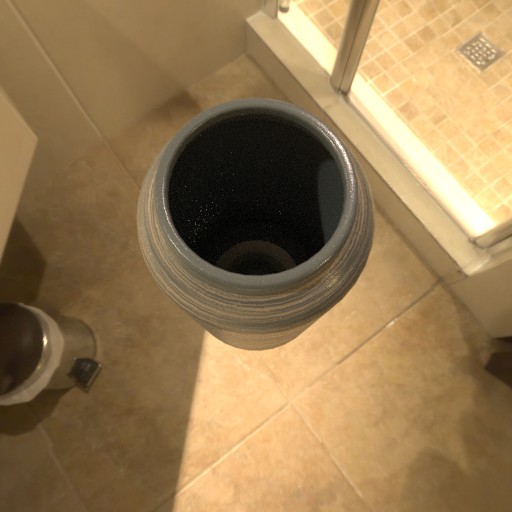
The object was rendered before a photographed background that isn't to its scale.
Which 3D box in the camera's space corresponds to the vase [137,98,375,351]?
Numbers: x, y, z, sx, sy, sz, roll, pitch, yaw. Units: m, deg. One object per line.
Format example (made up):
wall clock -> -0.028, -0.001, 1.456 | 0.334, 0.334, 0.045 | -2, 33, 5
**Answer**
vase -> 0.000, 0.000, 0.295 | 0.116, 0.230, 0.116 | 0, 75, 0
